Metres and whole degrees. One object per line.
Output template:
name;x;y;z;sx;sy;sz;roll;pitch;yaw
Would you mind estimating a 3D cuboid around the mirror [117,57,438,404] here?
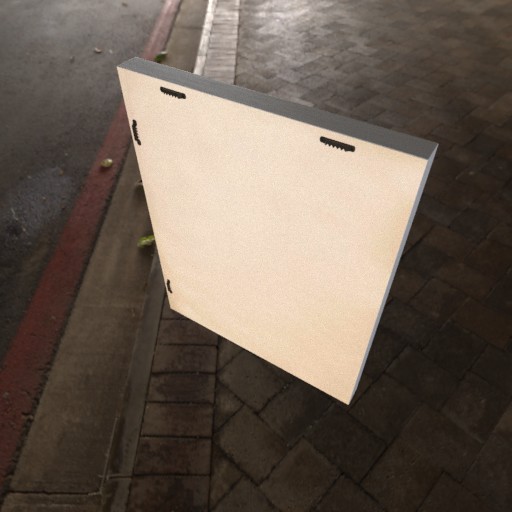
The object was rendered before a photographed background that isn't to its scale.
mirror;0.000;0.000;0.687;0.405;0.508;0.041;24;50;22
